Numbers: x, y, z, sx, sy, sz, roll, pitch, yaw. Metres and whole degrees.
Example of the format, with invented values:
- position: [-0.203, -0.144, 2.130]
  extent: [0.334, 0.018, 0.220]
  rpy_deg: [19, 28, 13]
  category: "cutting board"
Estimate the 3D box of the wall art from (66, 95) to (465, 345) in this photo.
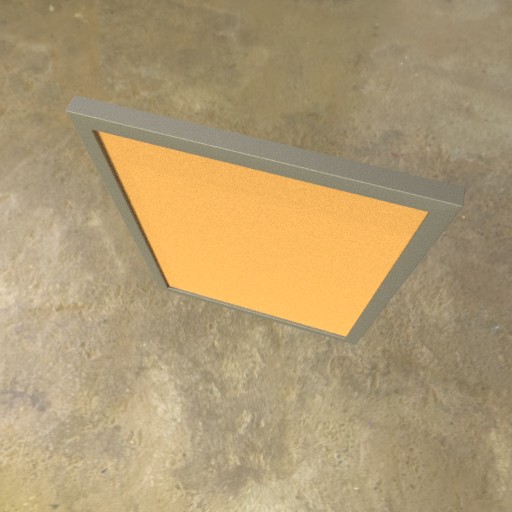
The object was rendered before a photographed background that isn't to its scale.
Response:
- position: [0.000, 0.000, 0.746]
  extent: [0.458, 0.558, 0.029]
  rpy_deg: [15, 65, 7]
  category: "wall art"
